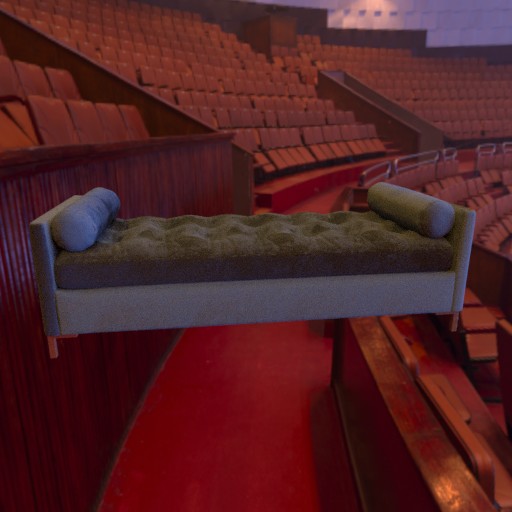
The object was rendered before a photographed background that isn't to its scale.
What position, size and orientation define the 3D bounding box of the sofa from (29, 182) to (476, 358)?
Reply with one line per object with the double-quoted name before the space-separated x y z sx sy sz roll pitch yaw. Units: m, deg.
"sofa" 0.000 0.000 2.473 2.102 0.705 0.796 -2 17 -8
